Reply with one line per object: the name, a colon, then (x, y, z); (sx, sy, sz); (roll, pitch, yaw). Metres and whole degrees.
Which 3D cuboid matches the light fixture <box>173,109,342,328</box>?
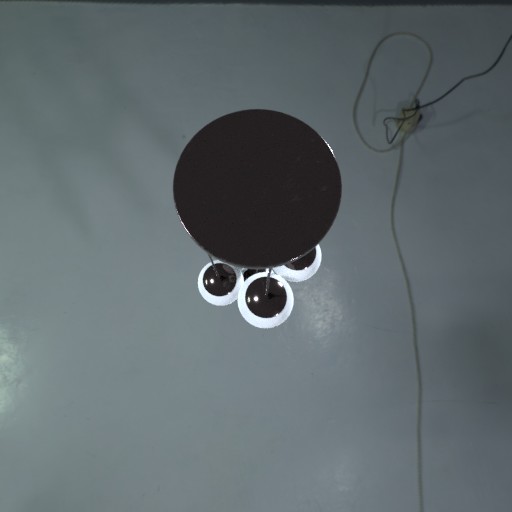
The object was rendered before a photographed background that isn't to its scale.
light fixture: (0.000, 0.000, 1.522); (0.484, 1.271, 0.489); (-2, 76, 0)
